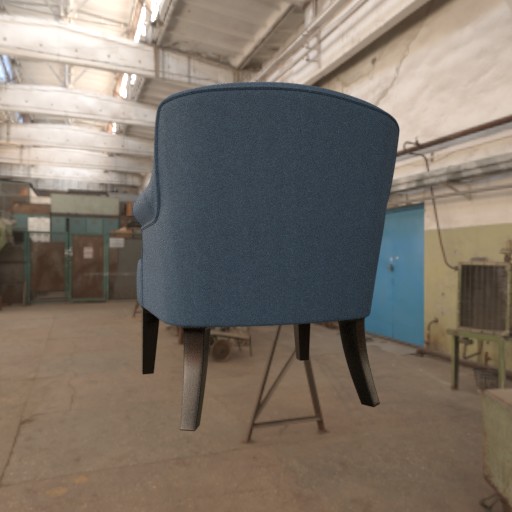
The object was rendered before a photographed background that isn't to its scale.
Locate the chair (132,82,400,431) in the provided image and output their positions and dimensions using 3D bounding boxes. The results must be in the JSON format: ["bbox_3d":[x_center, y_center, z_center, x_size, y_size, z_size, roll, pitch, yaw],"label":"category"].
[{"bbox_3d":[0.000,0.000,1.466,0.770,0.878,0.754,0,0,-19],"label":"chair"}]
